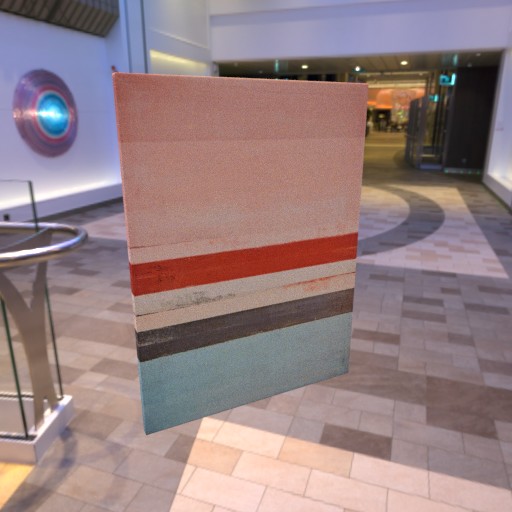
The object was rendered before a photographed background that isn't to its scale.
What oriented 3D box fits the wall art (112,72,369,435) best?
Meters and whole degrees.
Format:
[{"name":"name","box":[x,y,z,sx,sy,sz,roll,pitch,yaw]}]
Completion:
[{"name":"wall art","box":[0.000,0.000,1.368,0.761,1.016,0.039,-9,19,-26]}]
